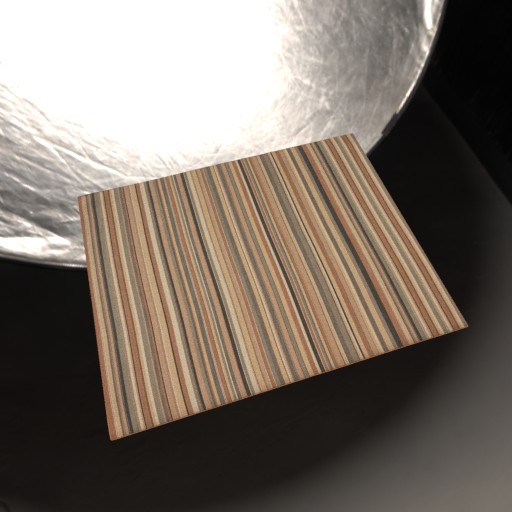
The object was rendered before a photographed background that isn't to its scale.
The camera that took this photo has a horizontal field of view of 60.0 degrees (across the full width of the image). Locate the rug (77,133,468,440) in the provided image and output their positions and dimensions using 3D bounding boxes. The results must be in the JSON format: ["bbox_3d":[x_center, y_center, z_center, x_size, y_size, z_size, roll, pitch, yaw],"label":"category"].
[{"bbox_3d":[0.000,0.000,4.143,3.045,0.011,2.436,-15,60,-9],"label":"rug"}]
